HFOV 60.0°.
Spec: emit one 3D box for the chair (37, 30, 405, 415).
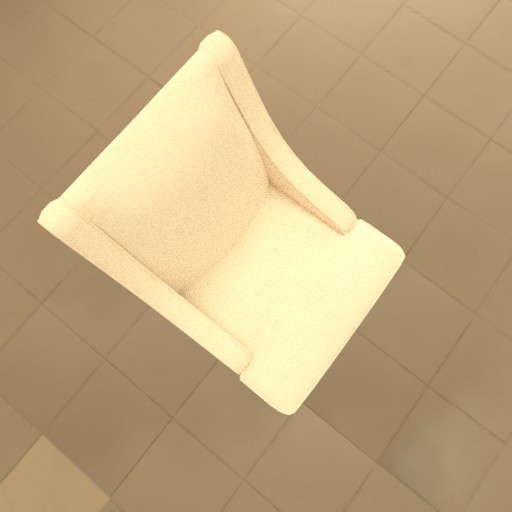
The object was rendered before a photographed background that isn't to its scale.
[{"bbox_3d":[0.000,0.000,1.453,0.806,0.886,0.689,37,79,9],"label":"chair"}]
